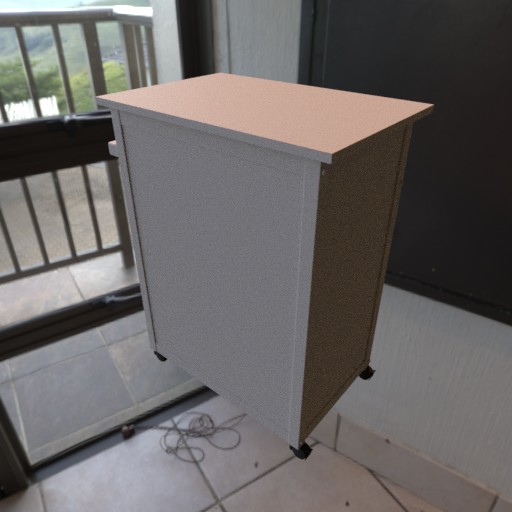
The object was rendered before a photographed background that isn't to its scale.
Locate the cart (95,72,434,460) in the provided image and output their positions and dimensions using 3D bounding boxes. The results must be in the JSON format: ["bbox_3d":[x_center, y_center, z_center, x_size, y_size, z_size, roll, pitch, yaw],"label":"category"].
[{"bbox_3d":[0.000,0.000,1.271,0.683,0.864,0.442,23,39,33],"label":"cart"}]
